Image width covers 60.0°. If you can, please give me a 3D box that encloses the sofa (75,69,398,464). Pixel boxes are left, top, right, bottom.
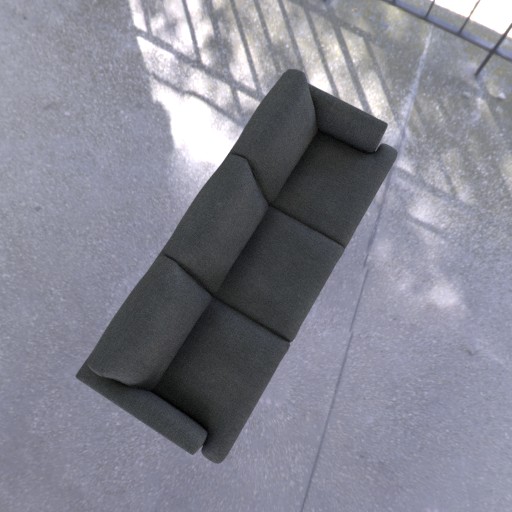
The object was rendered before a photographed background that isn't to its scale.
[{"bbox_3d":[0.000,0.000,2.720,0.903,0.930,2.246,30,76,8],"label":"sofa"}]
